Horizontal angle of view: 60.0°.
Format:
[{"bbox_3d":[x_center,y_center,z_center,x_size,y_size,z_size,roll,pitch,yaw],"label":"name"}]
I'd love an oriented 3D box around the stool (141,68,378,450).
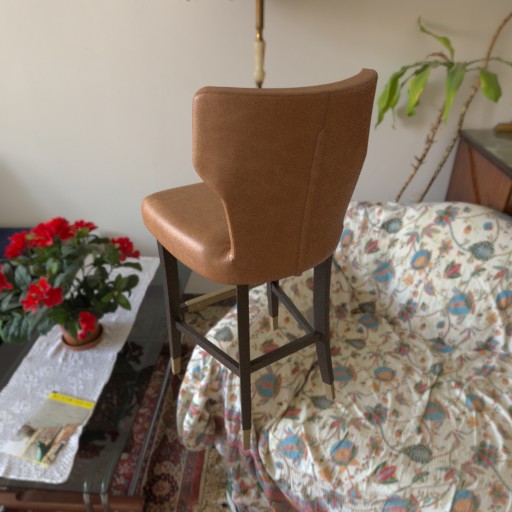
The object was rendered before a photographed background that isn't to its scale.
[{"bbox_3d":[0.000,0.000,1.385,0.526,1.092,0.563,-18,35,-28],"label":"stool"}]
